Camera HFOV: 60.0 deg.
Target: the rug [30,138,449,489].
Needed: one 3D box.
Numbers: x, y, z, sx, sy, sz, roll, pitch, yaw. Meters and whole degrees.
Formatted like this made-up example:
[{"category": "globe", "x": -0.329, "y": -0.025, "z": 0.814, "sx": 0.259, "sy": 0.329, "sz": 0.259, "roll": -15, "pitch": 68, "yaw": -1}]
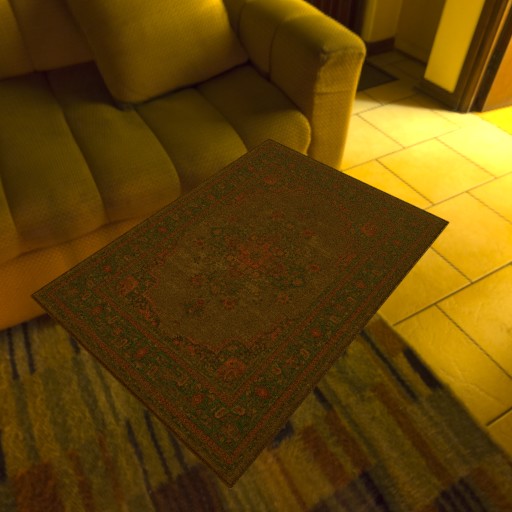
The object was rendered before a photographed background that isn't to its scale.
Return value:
[{"category": "rug", "x": 0.000, "y": 0.000, "z": 2.820, "sx": 1.609, "sy": 0.013, "sz": 2.214, "roll": 32, "pitch": 55, "yaw": 26}]
